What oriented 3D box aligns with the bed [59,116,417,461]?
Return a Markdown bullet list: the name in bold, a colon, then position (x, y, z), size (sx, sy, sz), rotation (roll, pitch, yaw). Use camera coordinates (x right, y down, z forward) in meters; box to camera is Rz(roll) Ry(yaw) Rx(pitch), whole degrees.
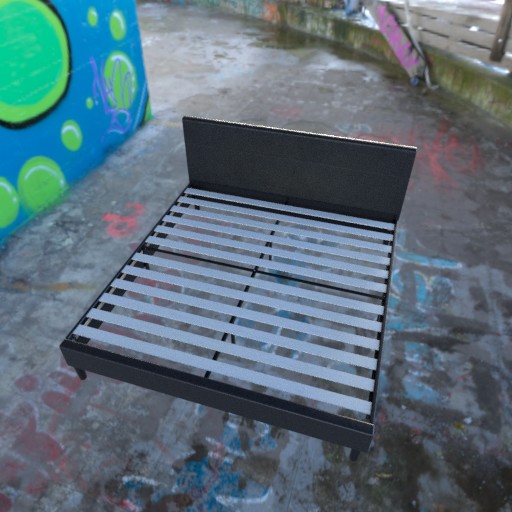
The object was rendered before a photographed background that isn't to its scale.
- **bed**: position (0.000, 0.000, 3.323), size (2.018, 1.046, 2.152), rotation (12, 43, 13)
